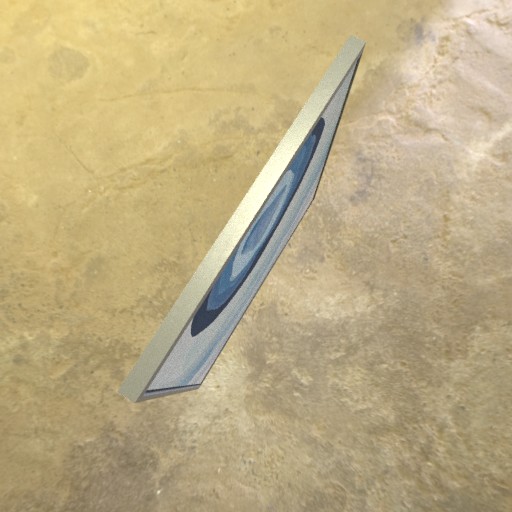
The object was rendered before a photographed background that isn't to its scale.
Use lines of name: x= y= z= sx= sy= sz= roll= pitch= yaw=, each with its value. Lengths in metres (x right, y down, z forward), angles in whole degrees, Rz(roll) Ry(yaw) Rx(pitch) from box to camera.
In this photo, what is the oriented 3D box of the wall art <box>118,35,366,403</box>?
wall art: x=0.000 y=0.000 z=1.195 sx=0.038 sy=0.807 sz=0.809 roll=30 pitch=77 yaw=8
